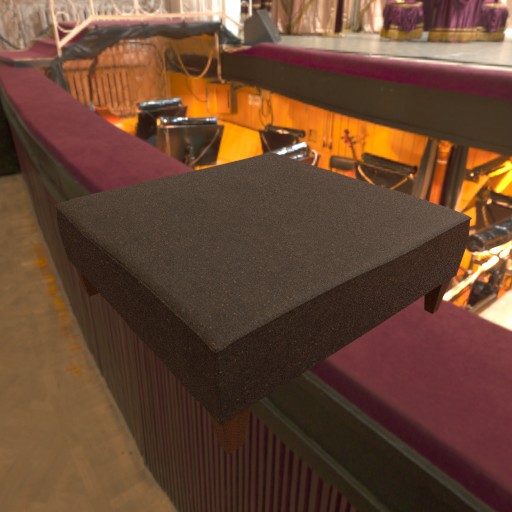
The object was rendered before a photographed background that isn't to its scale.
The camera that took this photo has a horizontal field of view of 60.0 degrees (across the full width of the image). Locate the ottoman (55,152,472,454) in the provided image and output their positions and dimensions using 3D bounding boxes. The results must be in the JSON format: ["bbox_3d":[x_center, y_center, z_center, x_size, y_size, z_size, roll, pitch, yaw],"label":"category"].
[{"bbox_3d":[0.000,0.000,1.533,1.004,0.382,0.968,-22,35,-34],"label":"ottoman"}]
